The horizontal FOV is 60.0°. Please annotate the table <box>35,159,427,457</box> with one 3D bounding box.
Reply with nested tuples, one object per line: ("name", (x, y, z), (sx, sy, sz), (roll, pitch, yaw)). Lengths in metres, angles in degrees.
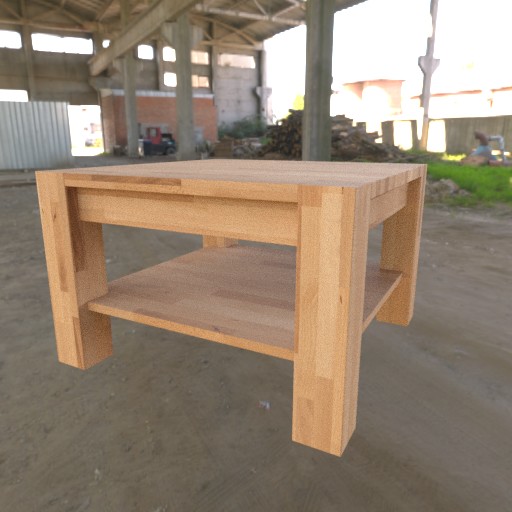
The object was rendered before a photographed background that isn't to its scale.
("table", (0.000, 0.000, 1.145), (0.700, 0.451, 0.700), (8, 17, 27))
